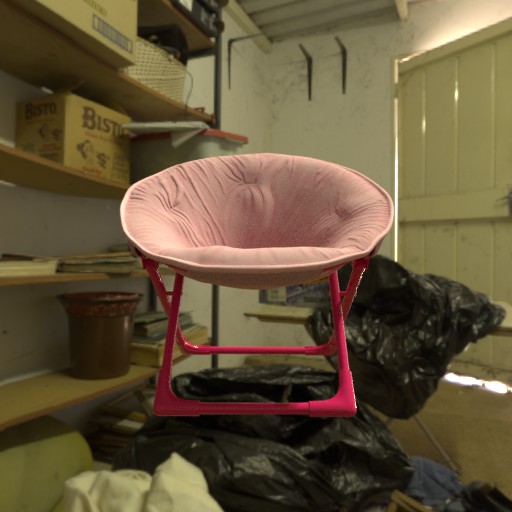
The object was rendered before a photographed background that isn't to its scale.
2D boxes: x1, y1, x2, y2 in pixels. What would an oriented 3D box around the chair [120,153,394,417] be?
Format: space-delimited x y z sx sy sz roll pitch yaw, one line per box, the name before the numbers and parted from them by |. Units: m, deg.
chair | 0.000 0.000 0.869 0.522 0.494 0.459 0 1 1
